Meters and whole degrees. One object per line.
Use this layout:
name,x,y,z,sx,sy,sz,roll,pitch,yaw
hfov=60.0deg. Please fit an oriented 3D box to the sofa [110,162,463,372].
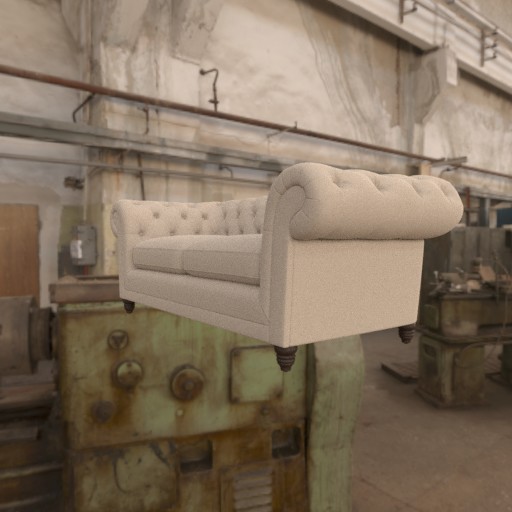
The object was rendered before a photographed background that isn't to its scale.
sofa,0.000,0.000,2.461,0.986,0.764,1.998,-2,3,-36
